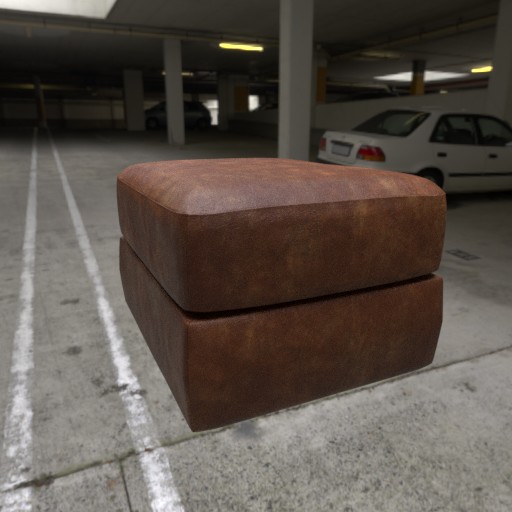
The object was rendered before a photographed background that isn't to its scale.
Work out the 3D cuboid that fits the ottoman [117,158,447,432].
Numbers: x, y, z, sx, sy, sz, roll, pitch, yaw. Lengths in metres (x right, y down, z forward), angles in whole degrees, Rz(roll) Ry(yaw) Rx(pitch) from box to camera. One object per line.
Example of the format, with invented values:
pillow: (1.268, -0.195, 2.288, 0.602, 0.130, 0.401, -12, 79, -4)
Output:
ottoman: (0.000, 0.000, 1.161, 0.603, 0.476, 0.751, -7, 17, -24)
